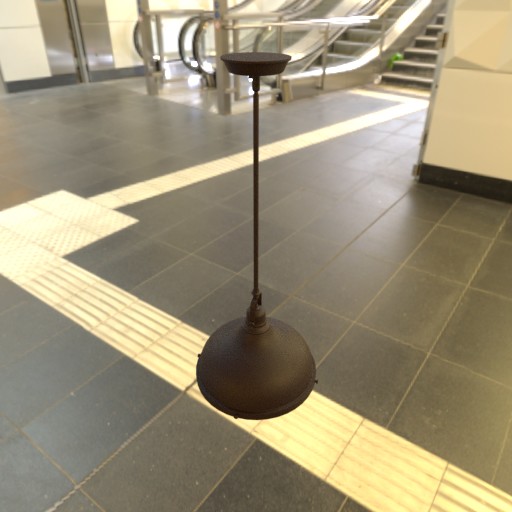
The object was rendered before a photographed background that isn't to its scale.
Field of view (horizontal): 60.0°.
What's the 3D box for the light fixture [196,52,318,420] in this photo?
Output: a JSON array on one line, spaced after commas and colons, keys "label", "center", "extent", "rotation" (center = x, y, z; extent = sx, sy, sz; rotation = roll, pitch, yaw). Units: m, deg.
[{"label": "light fixture", "center": [0.000, 0.000, 1.027], "extent": [0.341, 0.849, 0.341], "rotation": [9, 32, 14]}]
